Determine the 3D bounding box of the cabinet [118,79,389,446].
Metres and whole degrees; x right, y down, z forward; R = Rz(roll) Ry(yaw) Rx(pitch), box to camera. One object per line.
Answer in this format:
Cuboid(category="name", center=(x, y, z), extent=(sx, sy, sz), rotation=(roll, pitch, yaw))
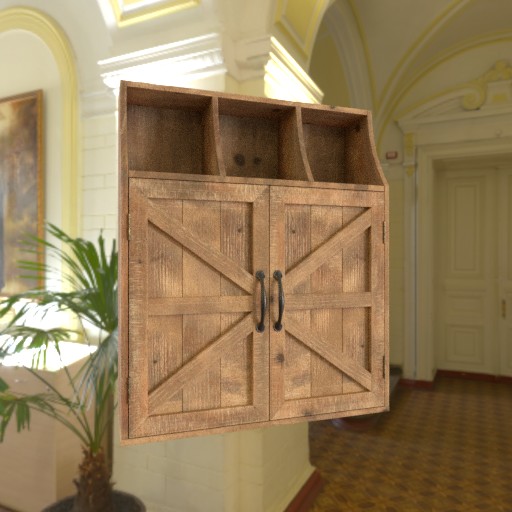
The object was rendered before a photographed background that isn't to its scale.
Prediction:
Cuboid(category="cabinet", center=(0.000, 0.000, 0.831), extent=(0.489, 0.590, 0.184), rotation=(0, 0, -19))
